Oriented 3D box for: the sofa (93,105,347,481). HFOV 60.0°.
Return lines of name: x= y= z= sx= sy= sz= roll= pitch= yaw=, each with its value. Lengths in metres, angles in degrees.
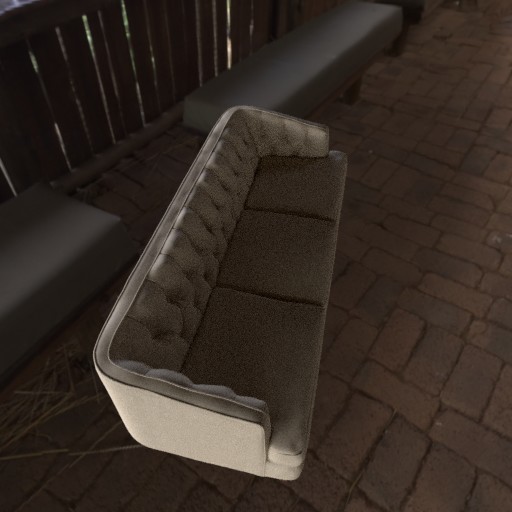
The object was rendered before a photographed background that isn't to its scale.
sofa: x=0.000 y=0.000 z=2.623 sx=0.913 sy=0.788 sz=2.235 roll=9 pitch=47 yaw=9
